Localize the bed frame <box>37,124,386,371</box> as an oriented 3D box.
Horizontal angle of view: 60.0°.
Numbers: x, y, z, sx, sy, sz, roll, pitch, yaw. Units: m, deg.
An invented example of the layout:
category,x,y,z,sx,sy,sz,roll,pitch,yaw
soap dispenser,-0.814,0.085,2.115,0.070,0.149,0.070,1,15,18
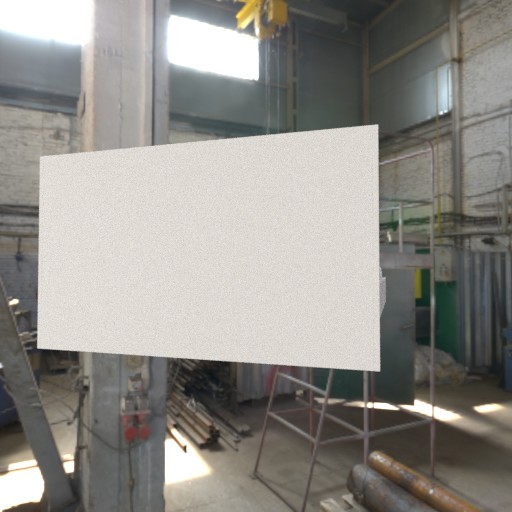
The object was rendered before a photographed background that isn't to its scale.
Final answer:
category,x,y,z,sx,sy,sz,roll,pitch,yaw
bed frame,0.000,0.000,3.051,1.711,1.001,2.100,-1,-2,18
